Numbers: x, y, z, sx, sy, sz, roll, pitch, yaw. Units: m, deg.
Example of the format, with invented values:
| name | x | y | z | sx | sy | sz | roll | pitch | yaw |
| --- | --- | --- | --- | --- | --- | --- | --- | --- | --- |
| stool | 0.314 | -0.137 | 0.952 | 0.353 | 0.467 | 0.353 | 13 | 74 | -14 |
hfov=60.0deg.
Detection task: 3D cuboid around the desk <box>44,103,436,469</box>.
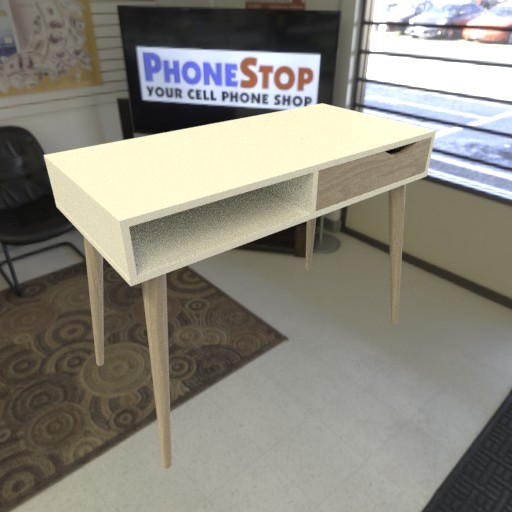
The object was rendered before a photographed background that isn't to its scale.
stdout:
| name | x | y | z | sx | sy | sz | roll | pitch | yaw |
| --- | --- | --- | --- | --- | --- | --- | --- | --- | --- |
| desk | 0.000 | 0.000 | 1.390 | 0.979 | 0.723 | 0.491 | -22 | 37 | -32 |
